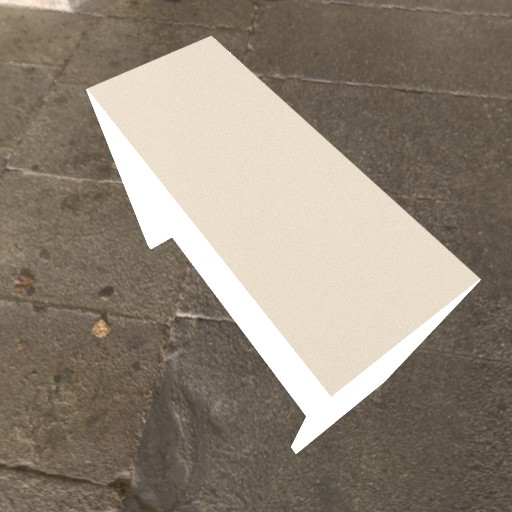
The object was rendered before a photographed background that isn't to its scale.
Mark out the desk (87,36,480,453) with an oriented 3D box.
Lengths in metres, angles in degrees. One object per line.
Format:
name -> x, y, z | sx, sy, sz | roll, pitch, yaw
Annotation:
desk -> 0.000, 0.000, 1.384 | 0.400, 0.790, 1.000 | -32, 65, -17
